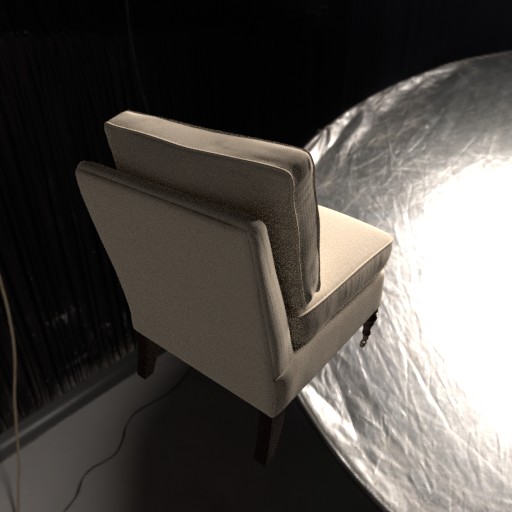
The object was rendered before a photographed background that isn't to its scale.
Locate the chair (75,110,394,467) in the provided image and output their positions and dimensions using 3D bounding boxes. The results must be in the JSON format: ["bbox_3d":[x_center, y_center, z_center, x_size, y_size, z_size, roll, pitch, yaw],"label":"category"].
[{"bbox_3d":[0.000,0.000,1.402,0.630,0.887,0.781,22,36,33],"label":"chair"}]
